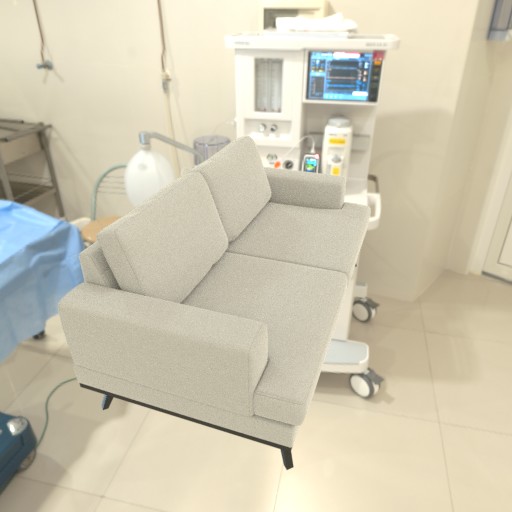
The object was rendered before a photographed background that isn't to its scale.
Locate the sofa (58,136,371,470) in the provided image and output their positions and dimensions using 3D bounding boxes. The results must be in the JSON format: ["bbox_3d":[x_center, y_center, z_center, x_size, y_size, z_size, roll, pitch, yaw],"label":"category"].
[{"bbox_3d":[0.000,0.000,2.169,0.920,0.810,1.650,10,32,17],"label":"sofa"}]
